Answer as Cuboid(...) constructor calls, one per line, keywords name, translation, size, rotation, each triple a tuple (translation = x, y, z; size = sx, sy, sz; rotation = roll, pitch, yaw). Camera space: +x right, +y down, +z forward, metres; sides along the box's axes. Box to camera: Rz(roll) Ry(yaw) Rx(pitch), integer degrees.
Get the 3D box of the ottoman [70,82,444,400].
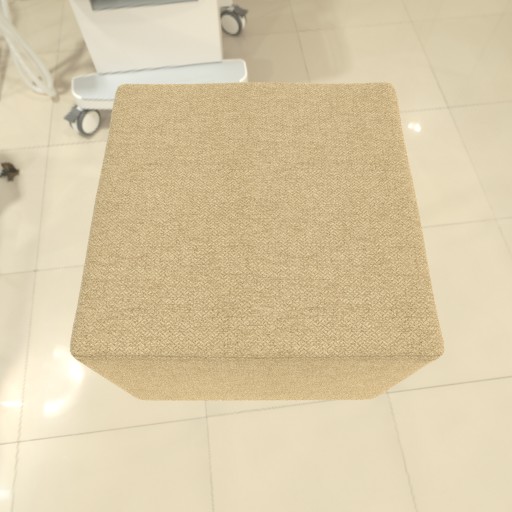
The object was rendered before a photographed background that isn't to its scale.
Cuboid(name="ottoman", translation=(0.000, 0.000, 0.860), size=(0.508, 0.432, 0.508), rotation=(0, 64, 0))
